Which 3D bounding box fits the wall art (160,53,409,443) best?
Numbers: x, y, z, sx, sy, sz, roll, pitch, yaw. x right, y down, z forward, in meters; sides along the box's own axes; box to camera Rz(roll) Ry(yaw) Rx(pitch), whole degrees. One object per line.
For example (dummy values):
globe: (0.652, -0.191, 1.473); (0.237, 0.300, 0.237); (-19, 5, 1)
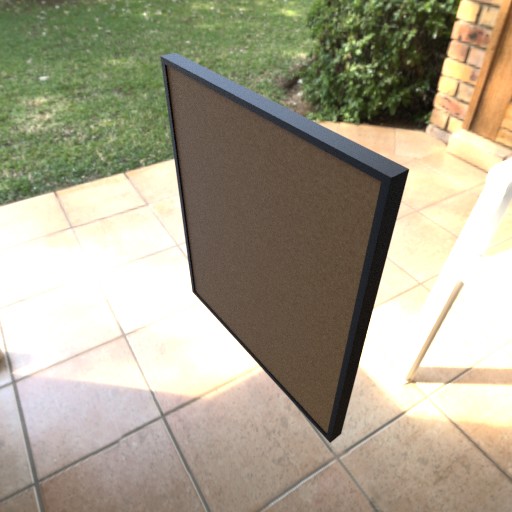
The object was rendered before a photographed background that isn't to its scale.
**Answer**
wall art: (0.000, 0.000, 0.531); (0.019, 0.381, 0.330); (-27, 48, -27)
